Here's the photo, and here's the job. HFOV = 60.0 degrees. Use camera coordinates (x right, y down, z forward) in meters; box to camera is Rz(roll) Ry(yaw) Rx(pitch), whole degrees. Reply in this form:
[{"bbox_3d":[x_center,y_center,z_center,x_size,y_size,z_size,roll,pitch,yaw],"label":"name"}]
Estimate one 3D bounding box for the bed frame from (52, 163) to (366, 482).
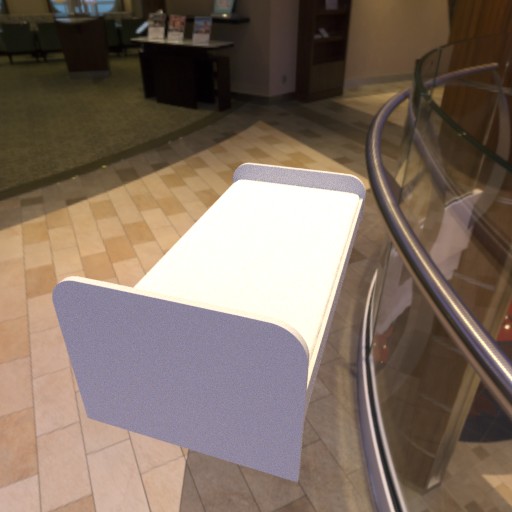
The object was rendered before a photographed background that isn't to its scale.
[{"bbox_3d":[0.000,0.000,2.503,0.998,0.805,1.963,10,33,15],"label":"bed frame"}]
